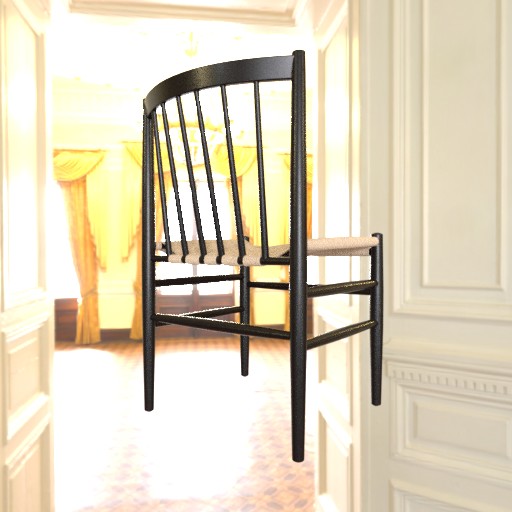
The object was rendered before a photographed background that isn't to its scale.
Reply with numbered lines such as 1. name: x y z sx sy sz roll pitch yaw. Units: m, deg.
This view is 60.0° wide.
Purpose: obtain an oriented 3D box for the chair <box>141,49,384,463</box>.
1. chair: 0.000 0.000 1.150 0.495 0.818 0.516 1 1 37
